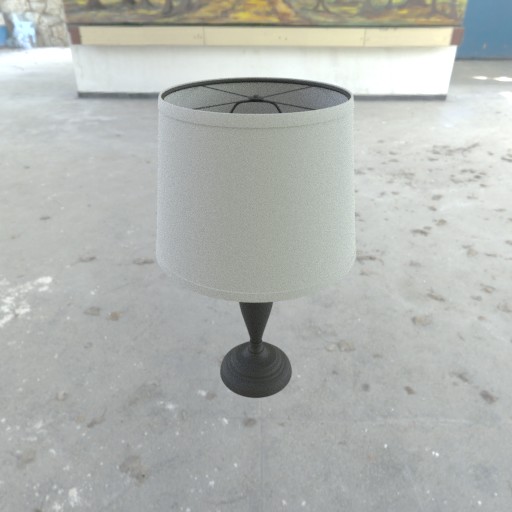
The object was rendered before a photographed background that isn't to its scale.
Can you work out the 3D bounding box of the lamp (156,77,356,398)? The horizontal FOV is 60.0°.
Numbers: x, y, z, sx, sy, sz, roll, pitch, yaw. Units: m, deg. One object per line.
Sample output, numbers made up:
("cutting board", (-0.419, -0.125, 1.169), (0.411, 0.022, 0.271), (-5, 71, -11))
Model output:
("lamp", (0.000, 0.000, 0.711), (0.310, 0.501, 0.310), (0, 31, 0))
